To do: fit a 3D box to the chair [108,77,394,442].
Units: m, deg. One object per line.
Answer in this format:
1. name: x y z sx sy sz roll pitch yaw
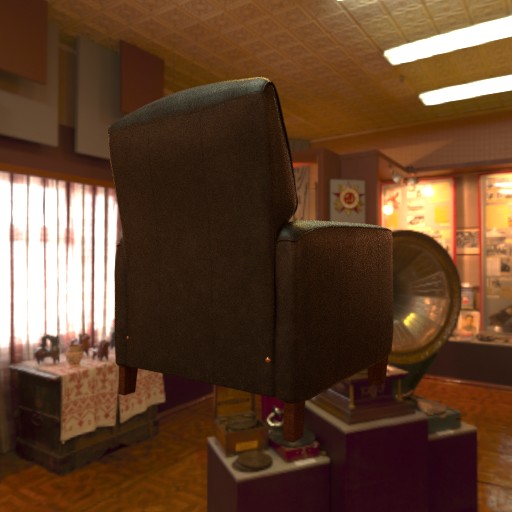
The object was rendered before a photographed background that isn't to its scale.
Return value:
1. chair: 0.000 0.000 1.690 0.848 1.014 0.864 0 -1 36
